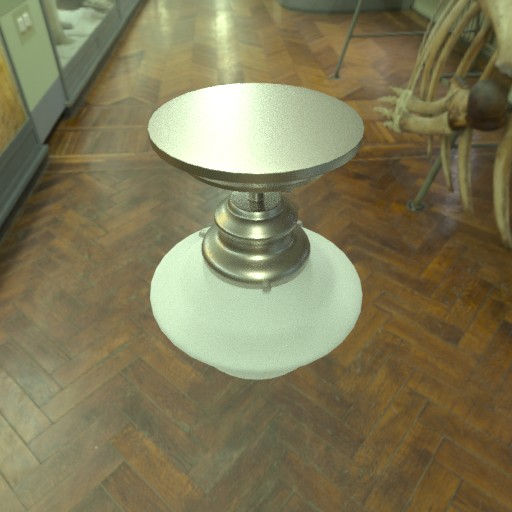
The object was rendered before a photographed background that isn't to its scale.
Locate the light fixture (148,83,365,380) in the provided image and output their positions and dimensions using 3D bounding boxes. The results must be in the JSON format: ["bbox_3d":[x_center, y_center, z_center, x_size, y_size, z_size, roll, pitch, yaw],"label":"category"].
[{"bbox_3d":[0.000,0.000,0.397,0.199,0.254,0.199,0,40,0],"label":"light fixture"}]
